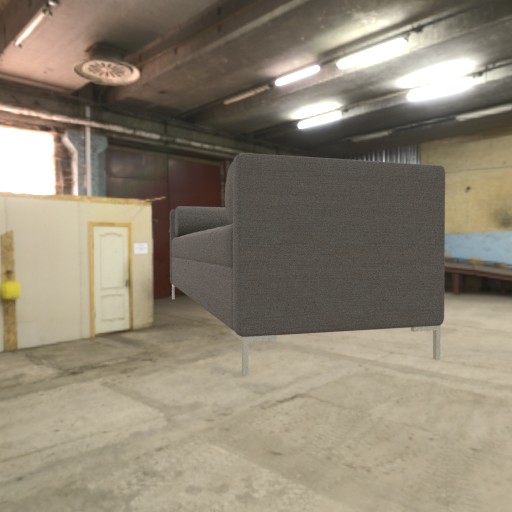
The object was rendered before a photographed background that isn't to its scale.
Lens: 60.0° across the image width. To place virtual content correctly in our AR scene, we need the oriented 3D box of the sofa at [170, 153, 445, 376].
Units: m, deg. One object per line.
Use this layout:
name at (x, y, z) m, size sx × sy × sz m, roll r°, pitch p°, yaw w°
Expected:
sofa at (0.000, 0.000, 2.262) m, size 0.686 × 0.635 × 1.981 m, roll 0°, pitch 1°, yaw -16°
